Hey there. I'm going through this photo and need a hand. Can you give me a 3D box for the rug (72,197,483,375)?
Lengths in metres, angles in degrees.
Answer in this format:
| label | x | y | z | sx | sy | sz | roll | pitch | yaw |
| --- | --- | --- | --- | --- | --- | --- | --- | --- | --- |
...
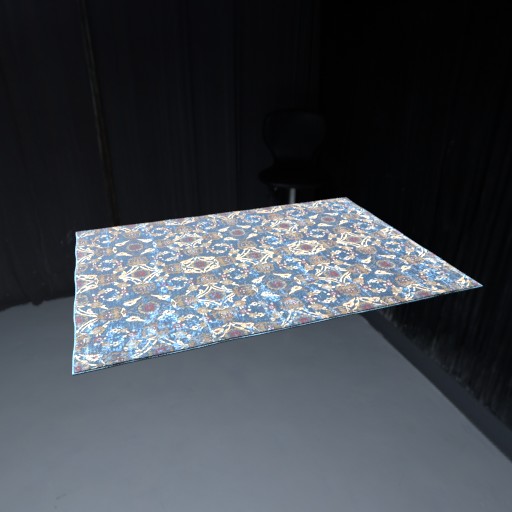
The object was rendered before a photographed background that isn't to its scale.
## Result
| label | x | y | z | sx | sy | sz | roll | pitch | yaw |
| --- | --- | --- | --- | --- | --- | --- | --- | --- | --- |
| rug | 0.000 | 0.000 | 2.869 | 2.207 | 0.014 | 1.567 | -9 | 29 | -17 |
